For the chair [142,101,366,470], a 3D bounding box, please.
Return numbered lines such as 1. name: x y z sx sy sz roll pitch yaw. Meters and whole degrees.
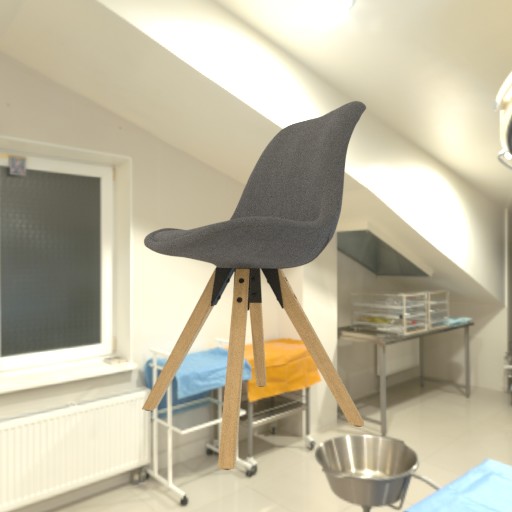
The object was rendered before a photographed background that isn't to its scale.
1. chair: 0.000 0.000 1.184 0.550 0.850 0.485 0 0 -35
